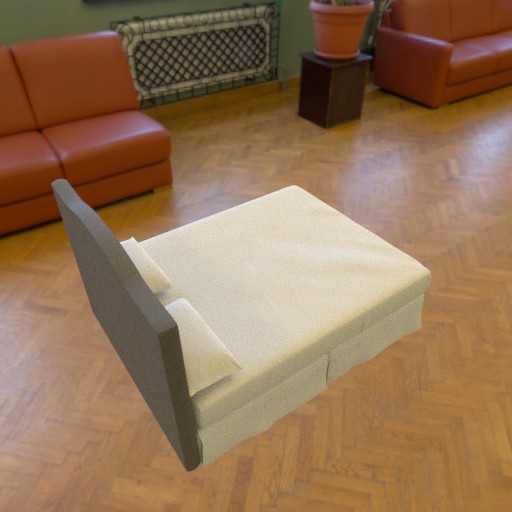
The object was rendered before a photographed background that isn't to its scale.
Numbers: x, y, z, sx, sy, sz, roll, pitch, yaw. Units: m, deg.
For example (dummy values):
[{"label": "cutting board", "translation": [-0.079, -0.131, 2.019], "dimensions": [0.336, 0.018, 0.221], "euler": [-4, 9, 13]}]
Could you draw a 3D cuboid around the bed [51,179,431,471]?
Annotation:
[{"label": "bed", "translation": [0.000, 0.000, 3.431], "dimensions": [2.282, 1.436, 1.821], "euler": [-24, 45, -27]}]
